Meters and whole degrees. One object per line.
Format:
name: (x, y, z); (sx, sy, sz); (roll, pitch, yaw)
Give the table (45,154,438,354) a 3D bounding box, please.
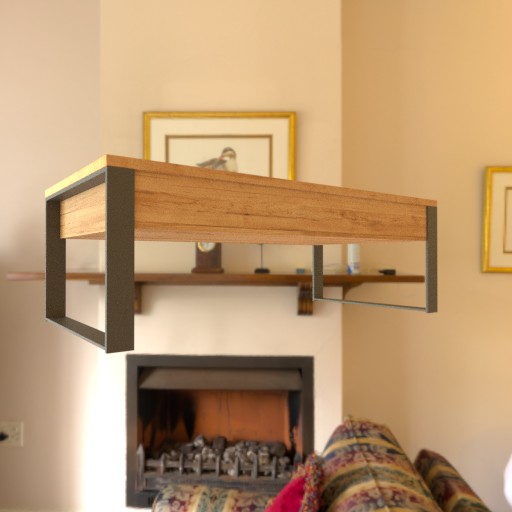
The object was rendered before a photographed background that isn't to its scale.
table: (0.000, 0.000, 1.474); (1.180, 0.400, 0.590); (0, -1, -36)
